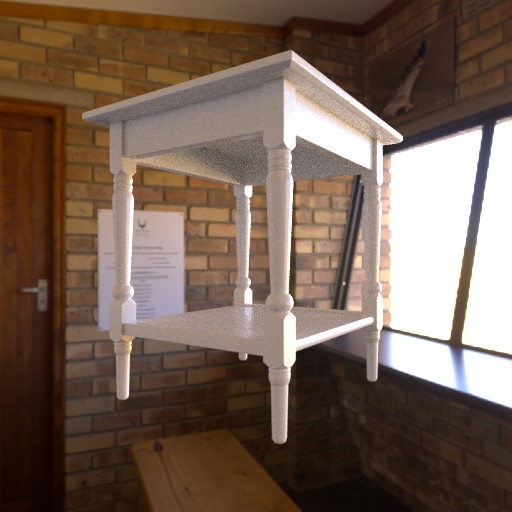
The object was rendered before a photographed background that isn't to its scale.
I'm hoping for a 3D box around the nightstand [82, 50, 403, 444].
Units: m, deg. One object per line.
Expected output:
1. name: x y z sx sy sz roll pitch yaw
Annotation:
1. nightstand: 0.000 0.000 0.924 0.459 0.555 0.505 0 0 34
